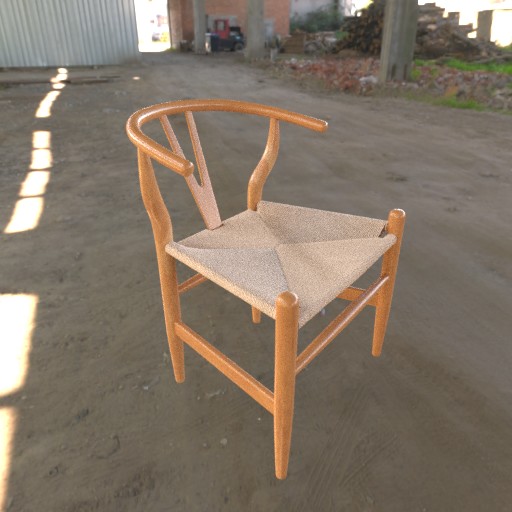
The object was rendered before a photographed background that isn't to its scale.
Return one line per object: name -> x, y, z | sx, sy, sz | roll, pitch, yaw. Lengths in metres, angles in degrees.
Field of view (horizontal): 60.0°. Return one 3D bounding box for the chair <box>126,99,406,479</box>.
chair -> 0.000, 0.000, 1.167 | 0.579, 0.730, 0.569 | 19, 32, 32
